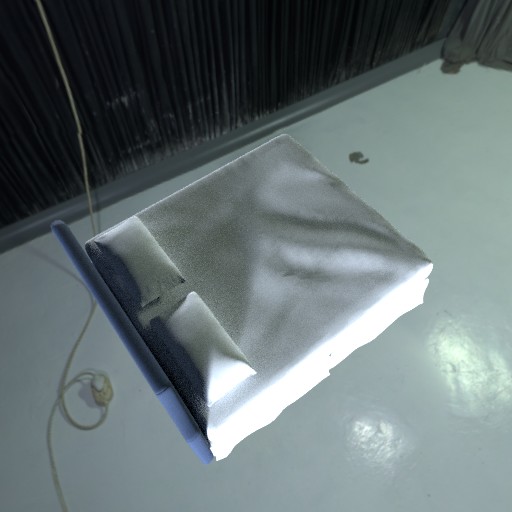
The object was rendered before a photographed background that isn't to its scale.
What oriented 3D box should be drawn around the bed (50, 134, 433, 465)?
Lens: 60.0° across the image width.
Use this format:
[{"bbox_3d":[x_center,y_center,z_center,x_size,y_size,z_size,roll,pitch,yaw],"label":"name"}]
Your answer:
[{"bbox_3d":[0.000,0.000,4.150,2.773,1.488,2.350,-33,64,-19],"label":"bed"}]
